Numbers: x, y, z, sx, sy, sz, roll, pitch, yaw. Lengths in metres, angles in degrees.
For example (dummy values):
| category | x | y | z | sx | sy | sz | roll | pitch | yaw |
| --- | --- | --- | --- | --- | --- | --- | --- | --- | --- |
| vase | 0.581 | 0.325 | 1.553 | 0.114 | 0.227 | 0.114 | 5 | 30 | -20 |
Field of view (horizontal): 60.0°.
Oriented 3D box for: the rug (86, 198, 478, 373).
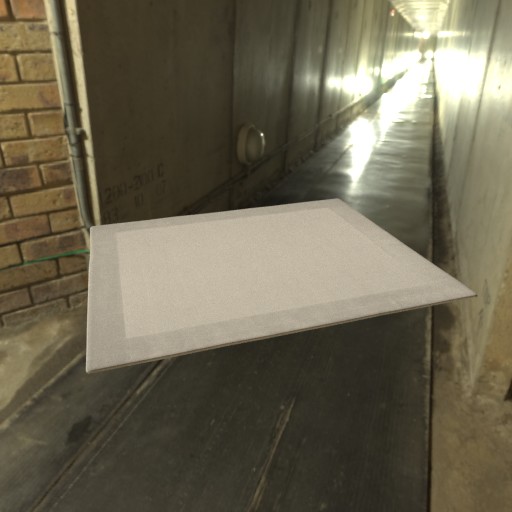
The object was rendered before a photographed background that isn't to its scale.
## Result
| category | x | y | z | sx | sy | sz | roll | pitch | yaw |
| --- | --- | --- | --- | --- | --- | --- | --- | --- | --- |
| rug | 0.000 | 0.000 | 4.159 | 2.976 | 0.018 | 2.430 | -8 | 28 | -16 |
